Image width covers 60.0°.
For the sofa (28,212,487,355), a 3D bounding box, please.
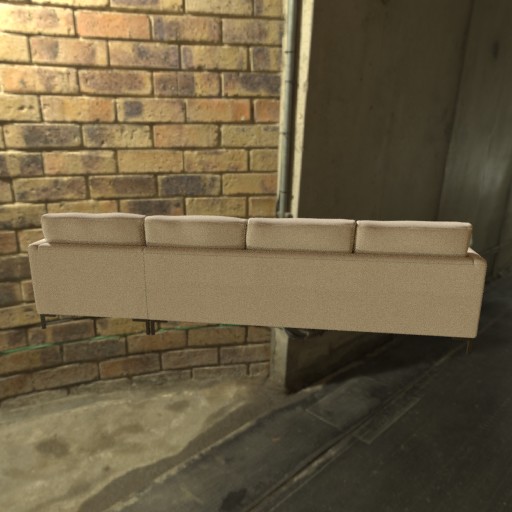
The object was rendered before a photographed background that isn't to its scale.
[{"bbox_3d":[0.000,0.000,2.859,2.445,0.677,1.126,2,16,7],"label":"sofa"}]
